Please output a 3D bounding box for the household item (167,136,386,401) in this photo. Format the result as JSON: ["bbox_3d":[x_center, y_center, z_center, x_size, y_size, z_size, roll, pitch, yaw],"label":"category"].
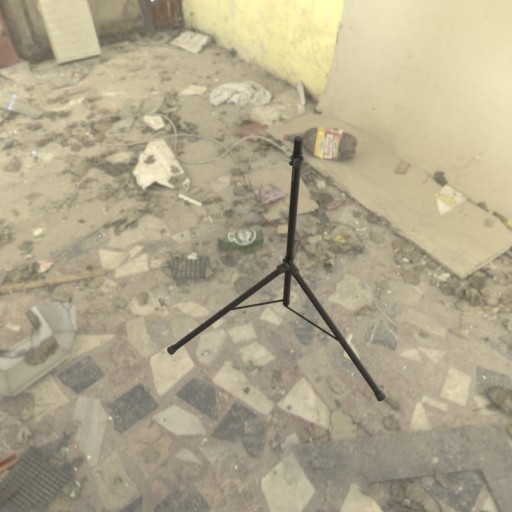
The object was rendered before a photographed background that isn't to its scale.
[{"bbox_3d":[0.000,0.000,2.779,1.339,1.595,1.596,-12,47,-11],"label":"household item"}]
